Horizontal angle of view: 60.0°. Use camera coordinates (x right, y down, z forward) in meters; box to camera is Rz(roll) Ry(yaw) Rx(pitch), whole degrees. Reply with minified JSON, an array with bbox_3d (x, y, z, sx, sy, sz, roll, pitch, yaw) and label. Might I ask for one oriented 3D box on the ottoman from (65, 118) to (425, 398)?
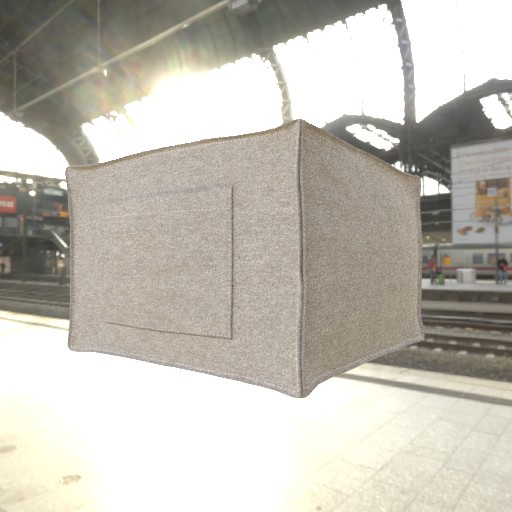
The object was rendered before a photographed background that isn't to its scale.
[{"bbox_3d":[0.000,0.000,1.158,0.707,0.470,0.696,-1,-1,36],"label":"ottoman"}]
